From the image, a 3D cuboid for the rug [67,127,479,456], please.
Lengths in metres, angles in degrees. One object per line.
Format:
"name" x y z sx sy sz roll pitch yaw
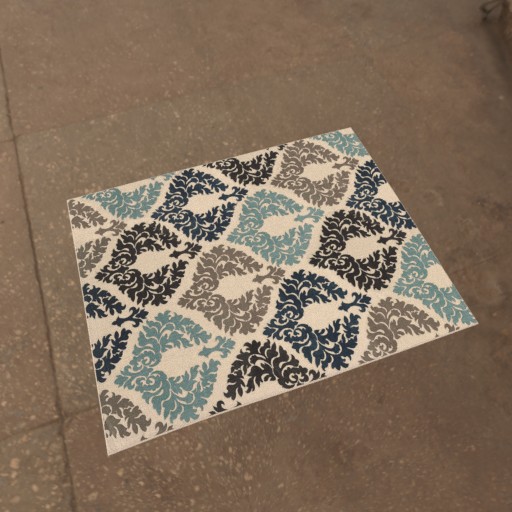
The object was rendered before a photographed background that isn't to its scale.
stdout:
"rug" 0.000 0.000 3.959 3.040 0.014 2.423 -17 60 -10
